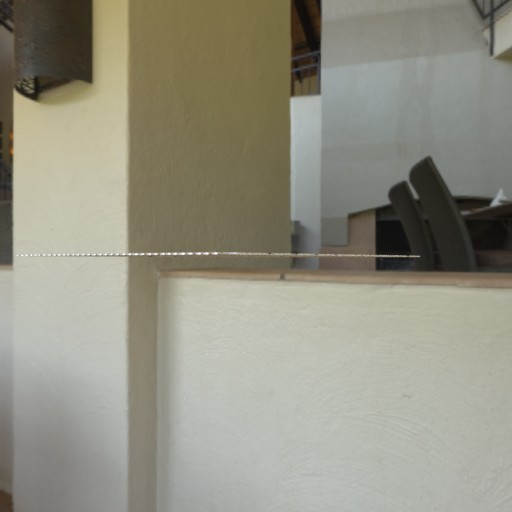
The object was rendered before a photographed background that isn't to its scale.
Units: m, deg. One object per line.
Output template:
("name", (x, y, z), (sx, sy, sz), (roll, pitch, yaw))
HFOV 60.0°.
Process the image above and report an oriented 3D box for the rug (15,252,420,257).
("rug", (0.000, 0.000, 2.423), (1.196, 0.008, 2.006), (0, 0, 36))
